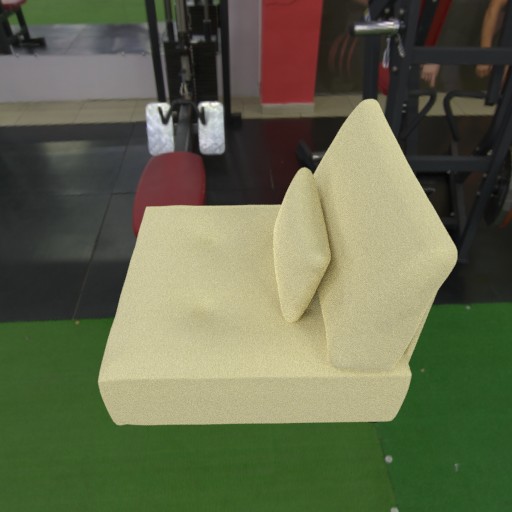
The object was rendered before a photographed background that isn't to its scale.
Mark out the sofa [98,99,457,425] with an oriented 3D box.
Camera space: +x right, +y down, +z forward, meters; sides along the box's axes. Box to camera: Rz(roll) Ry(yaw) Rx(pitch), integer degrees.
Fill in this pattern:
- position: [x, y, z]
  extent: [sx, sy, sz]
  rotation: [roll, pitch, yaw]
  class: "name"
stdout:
- position: [0.000, 0.000, 1.639]
  extent: [1.000, 0.820, 0.930]
  rotation: [-1, 42, -1]
  class: "sofa"
